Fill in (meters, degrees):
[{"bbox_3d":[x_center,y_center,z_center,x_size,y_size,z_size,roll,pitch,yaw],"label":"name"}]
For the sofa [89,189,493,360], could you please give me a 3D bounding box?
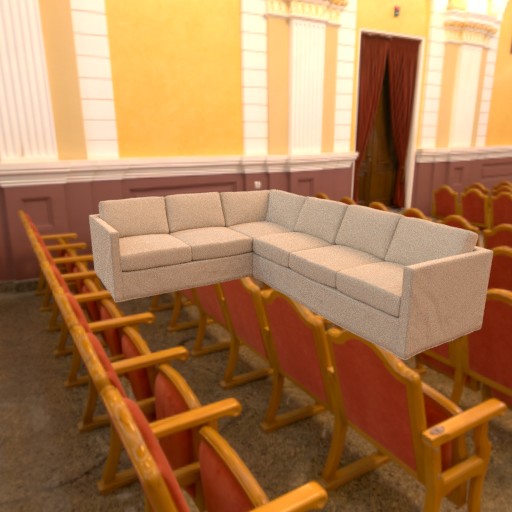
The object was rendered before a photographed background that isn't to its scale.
[{"bbox_3d":[0.000,0.000,4.221,2.432,0.871,3.182,-9,18,-29],"label":"sofa"}]
